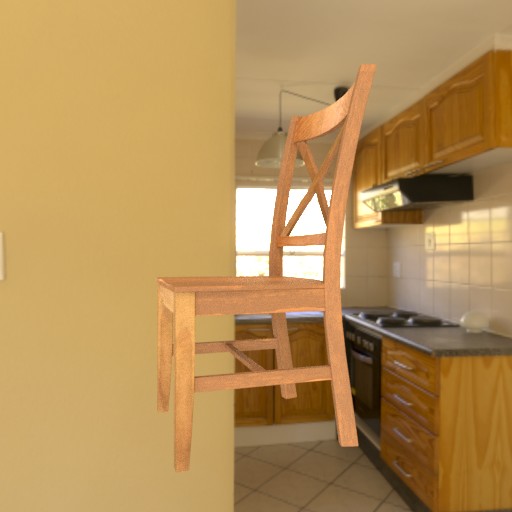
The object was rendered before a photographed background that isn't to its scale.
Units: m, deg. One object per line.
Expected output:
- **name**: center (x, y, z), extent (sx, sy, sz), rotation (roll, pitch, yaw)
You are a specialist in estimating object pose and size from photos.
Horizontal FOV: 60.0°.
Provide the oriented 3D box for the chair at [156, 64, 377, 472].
- **chair**: center (0.000, 0.000, 1.290), extent (0.542, 0.983, 0.485), rotation (0, 0, -18)
